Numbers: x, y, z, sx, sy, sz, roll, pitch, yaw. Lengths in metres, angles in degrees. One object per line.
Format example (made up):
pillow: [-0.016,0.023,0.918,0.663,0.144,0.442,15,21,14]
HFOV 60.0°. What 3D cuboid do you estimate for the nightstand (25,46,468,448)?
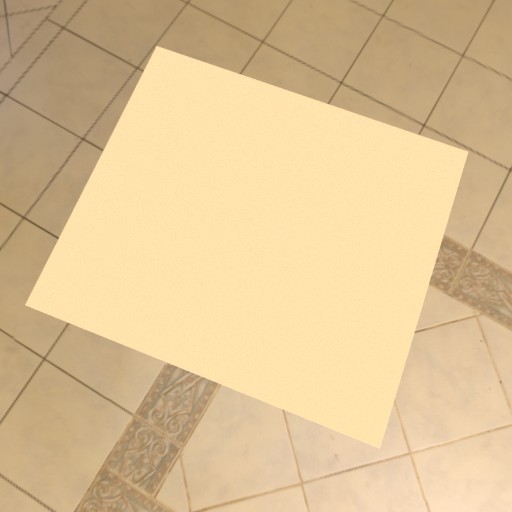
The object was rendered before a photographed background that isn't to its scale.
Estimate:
nightstand: [0.000,0.000,0.756,0.470,0.351,0.408,21,77,5]
